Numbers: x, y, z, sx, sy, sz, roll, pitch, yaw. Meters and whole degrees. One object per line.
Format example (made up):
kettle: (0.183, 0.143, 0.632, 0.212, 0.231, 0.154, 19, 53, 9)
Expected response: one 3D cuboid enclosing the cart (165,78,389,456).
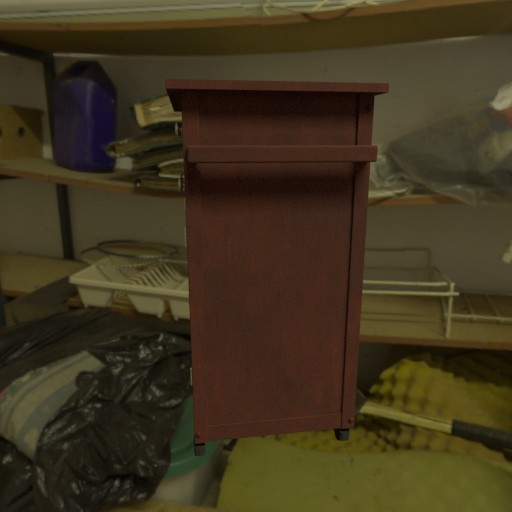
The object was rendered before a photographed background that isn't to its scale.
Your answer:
cart: (0.000, 0.000, 1.274, 0.442, 0.864, 0.683, -2, 15, -9)
